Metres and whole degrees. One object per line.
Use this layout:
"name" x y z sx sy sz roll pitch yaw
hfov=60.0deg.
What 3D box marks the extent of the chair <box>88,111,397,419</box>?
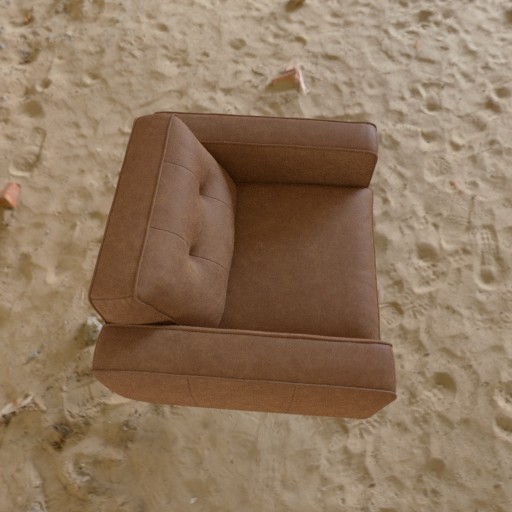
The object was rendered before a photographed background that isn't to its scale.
"chair" 0.000 0.000 1.723 0.952 0.782 1.118 4 62 2
